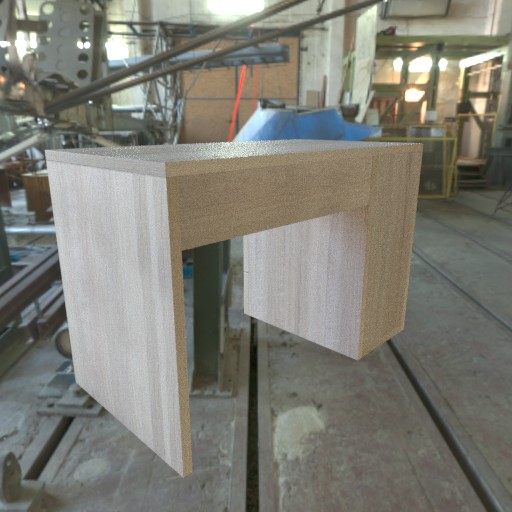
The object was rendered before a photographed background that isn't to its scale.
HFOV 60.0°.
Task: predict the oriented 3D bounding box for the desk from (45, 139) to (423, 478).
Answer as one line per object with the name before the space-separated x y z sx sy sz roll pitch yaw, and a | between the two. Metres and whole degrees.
desk | 0.000 0.000 1.517 0.600 0.731 1.100 16 23 42
